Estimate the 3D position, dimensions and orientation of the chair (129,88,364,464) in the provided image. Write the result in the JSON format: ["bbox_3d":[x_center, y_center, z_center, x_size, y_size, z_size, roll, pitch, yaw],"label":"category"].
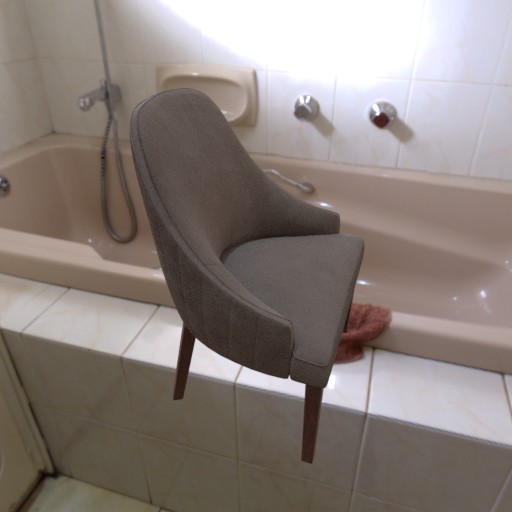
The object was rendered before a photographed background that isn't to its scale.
[{"bbox_3d":[0.000,0.000,1.309,0.575,0.889,0.643,10,33,17],"label":"chair"}]
